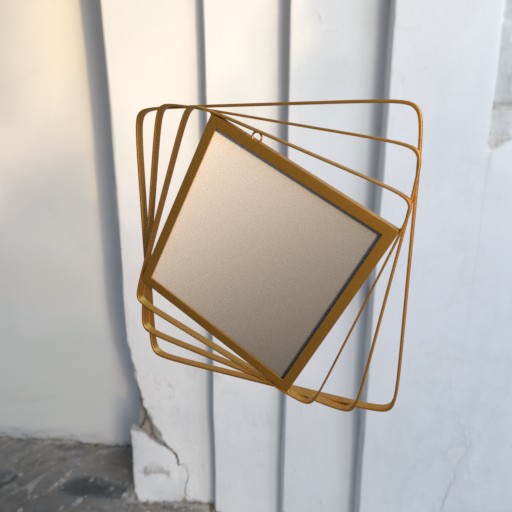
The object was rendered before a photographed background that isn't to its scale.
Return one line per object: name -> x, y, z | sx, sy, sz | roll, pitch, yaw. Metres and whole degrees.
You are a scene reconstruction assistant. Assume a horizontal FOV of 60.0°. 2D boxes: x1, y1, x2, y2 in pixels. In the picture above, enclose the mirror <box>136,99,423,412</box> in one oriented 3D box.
mirror -> 0.000, 0.000, 0.708 | 0.470, 0.468, 0.045 | 7, 17, 24
